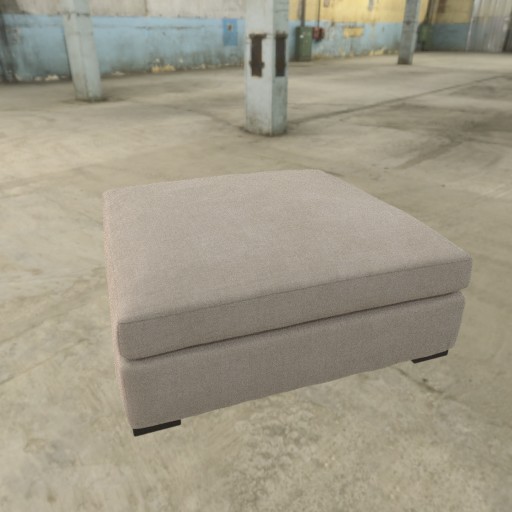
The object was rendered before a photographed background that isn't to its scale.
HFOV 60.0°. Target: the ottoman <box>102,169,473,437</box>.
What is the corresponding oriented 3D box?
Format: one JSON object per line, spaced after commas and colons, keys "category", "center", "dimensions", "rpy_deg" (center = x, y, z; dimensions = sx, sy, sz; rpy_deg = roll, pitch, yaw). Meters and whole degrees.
{"category": "ottoman", "center": [0.000, 0.000, 1.841], "dimensions": [1.203, 0.517, 1.171], "rpy_deg": [-9, 28, -17]}
